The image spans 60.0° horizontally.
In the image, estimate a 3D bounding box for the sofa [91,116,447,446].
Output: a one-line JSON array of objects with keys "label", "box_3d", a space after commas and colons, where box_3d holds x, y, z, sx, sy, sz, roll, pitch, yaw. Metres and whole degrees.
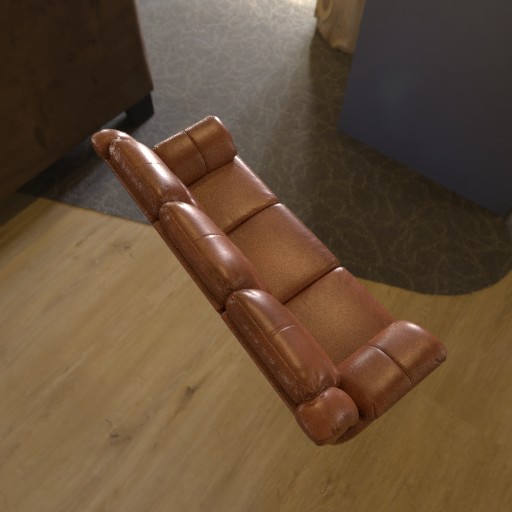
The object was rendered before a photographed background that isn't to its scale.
[{"label": "sofa", "box_3d": [0.000, 0.000, 2.804, 0.991, 1.043, 2.337, -32, 64, -18]}]
